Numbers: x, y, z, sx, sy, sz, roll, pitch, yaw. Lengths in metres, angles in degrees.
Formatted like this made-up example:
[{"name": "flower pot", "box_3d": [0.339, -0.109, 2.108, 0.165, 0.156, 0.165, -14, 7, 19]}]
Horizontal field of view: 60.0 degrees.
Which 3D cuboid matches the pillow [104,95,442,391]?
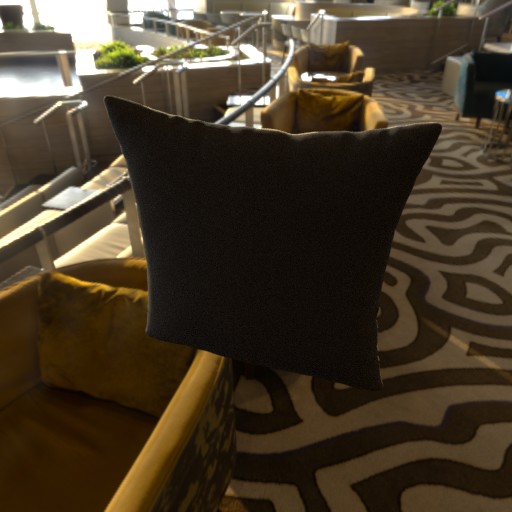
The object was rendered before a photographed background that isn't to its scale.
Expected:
[{"name": "pillow", "box_3d": [0.000, 0.000, 0.778, 0.511, 0.509, 0.161, 10, 34, 15]}]
